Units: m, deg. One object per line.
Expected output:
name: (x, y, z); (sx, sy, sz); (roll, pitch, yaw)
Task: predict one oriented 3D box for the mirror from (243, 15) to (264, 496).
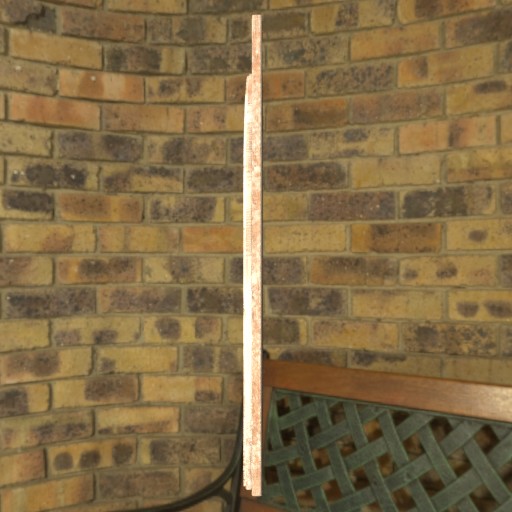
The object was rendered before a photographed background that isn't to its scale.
mirror: (0.000, 0.000, 0.970); (0.058, 0.787, 0.495); (0, -1, 1)
